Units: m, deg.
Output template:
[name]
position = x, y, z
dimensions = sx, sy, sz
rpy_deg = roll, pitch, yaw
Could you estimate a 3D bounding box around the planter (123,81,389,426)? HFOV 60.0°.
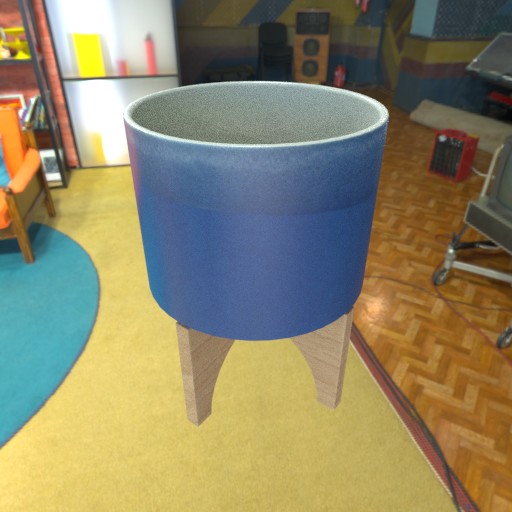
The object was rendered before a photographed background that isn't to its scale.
[planter]
position = 0.000, 0.000, 0.399
dimensions = 0.192, 0.263, 0.192
rpy_deg = 0, 32, 0
